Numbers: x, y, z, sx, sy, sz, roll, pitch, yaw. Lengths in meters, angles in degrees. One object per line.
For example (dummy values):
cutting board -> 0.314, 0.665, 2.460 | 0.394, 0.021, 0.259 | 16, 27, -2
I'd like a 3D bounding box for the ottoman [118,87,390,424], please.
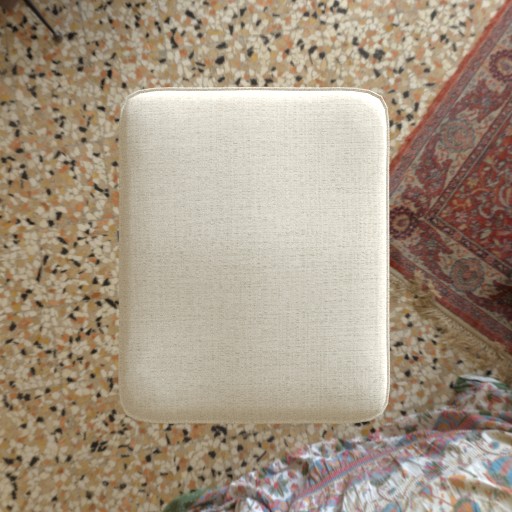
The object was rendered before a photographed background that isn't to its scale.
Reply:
ottoman -> 0.000, 0.000, 1.137 | 0.589, 0.537, 0.738 | 0, 90, 0
